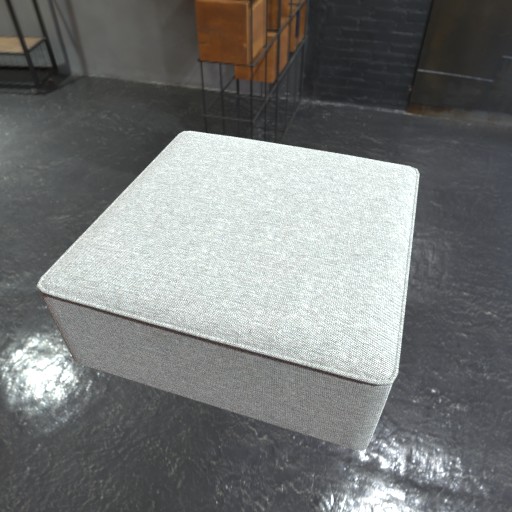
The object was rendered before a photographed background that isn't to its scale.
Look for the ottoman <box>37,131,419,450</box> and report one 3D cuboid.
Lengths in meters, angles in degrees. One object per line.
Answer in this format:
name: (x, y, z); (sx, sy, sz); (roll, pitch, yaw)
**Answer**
ottoman: (0.000, 0.000, 1.591); (1.005, 0.455, 1.005); (13, 44, 13)
